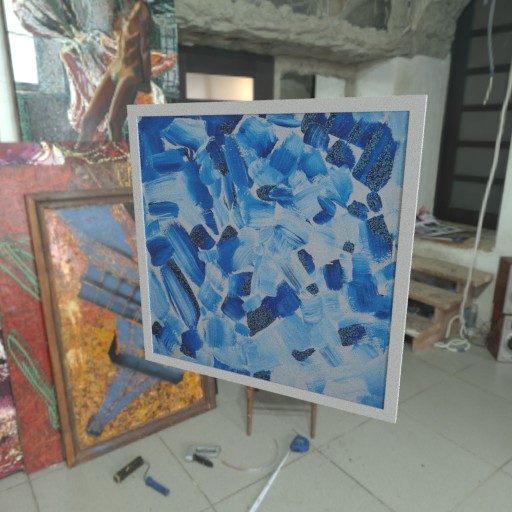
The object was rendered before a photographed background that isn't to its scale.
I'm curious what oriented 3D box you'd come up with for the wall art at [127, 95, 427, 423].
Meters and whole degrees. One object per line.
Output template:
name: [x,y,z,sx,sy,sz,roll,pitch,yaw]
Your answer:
wall art: [0.000,0.000,0.997,0.660,0.660,0.015,7,17,24]
